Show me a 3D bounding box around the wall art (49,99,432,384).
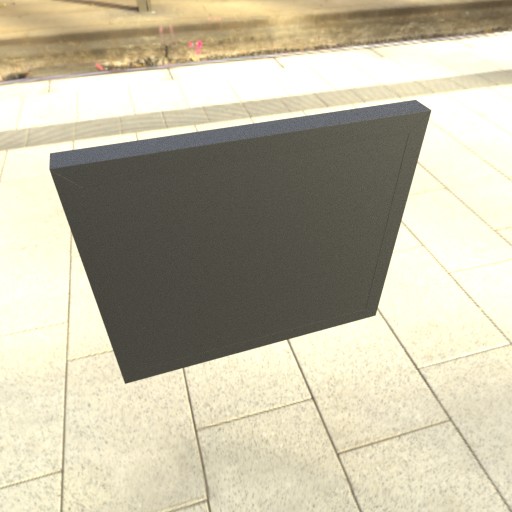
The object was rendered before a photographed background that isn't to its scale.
[{"bbox_3d":[0.000,0.000,0.543,0.381,0.330,0.029,-12,43,-14],"label":"wall art"}]
